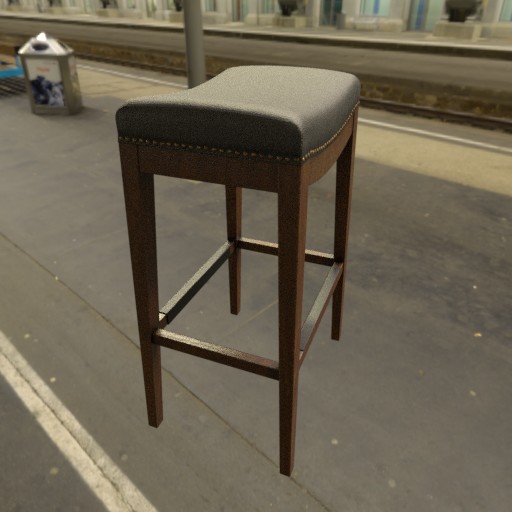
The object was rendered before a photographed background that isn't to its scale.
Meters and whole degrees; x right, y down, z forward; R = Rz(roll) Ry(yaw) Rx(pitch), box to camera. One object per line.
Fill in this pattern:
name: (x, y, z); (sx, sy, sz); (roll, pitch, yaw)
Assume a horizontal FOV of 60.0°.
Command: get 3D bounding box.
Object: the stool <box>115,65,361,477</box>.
stool: (0.000, 0.000, 1.025); (0.361, 0.765, 0.500); (12, 32, 19)
